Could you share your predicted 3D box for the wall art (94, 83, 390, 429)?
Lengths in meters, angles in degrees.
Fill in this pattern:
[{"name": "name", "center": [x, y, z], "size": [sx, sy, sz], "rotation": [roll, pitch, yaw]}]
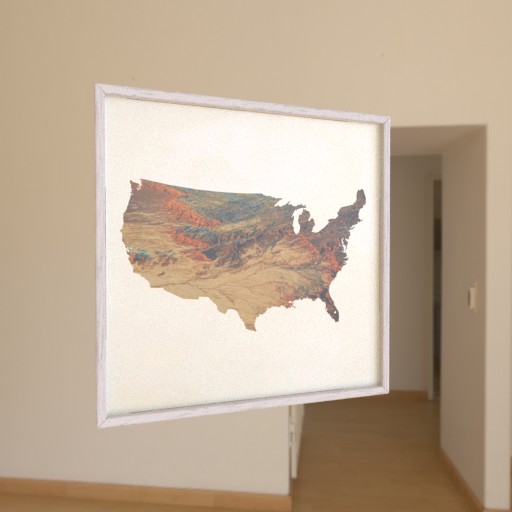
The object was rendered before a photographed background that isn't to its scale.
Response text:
[{"name": "wall art", "center": [0.000, 0.000, 1.889], "size": [1.287, 1.288, 0.078], "rotation": [0, 1, -19]}]
